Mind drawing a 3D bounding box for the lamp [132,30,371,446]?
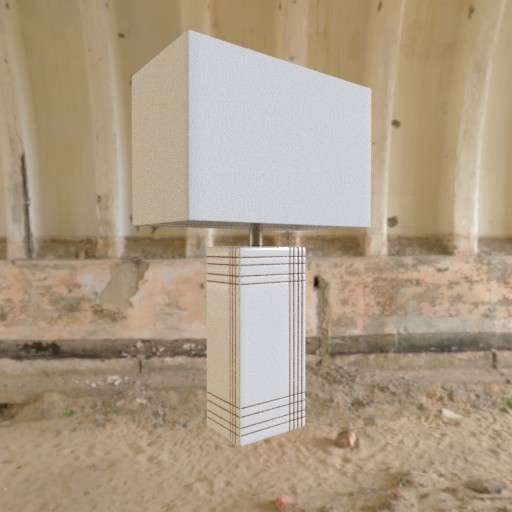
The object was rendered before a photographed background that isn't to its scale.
[{"bbox_3d":[0.000,0.000,0.699,0.334,0.543,0.182,-1,1,-36],"label":"lamp"}]
